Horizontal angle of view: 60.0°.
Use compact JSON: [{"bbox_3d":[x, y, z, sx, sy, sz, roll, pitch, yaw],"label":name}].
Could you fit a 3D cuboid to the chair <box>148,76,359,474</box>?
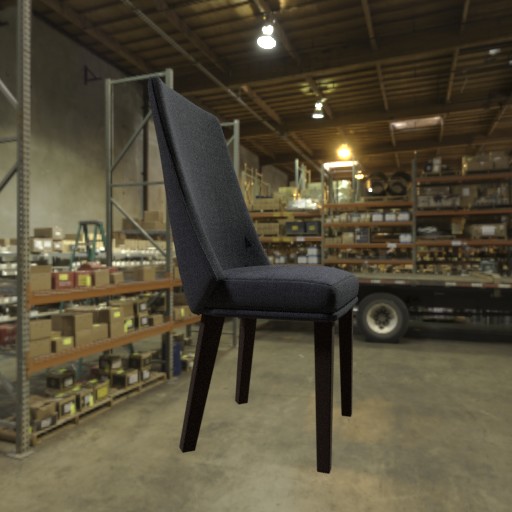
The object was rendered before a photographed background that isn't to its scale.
[{"bbox_3d":[0.000,0.000,1.348,0.577,1.050,0.510,0,0,19],"label":"chair"}]
